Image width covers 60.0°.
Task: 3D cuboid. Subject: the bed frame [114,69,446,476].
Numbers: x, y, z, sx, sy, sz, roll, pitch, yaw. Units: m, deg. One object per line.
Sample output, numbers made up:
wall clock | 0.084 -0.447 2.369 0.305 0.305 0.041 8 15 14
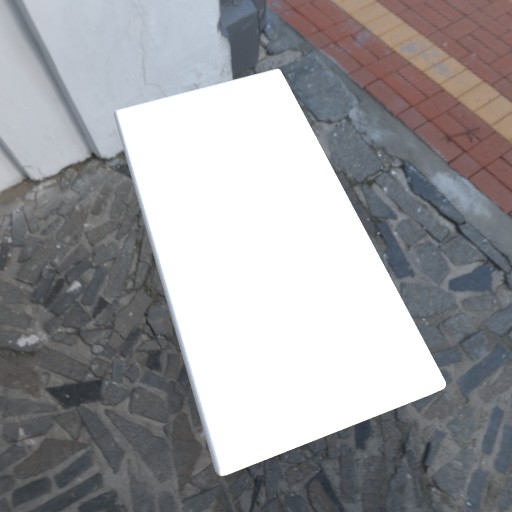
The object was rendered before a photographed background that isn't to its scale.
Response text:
bed frame | 0.000 0.000 2.440 1.023 0.659 1.950 -18 66 -8
